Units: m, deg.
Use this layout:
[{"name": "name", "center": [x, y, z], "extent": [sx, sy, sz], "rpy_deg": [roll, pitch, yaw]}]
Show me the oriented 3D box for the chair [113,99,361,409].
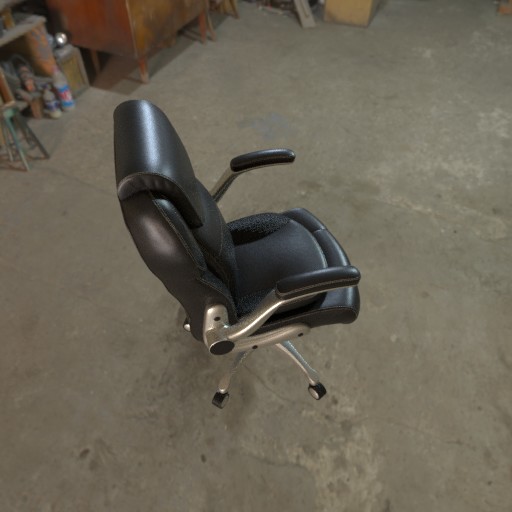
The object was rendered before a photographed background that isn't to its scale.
[{"name": "chair", "center": [0.000, 0.000, 1.639], "extent": [0.801, 1.141, 0.724], "rpy_deg": [-10, 47, -10]}]
